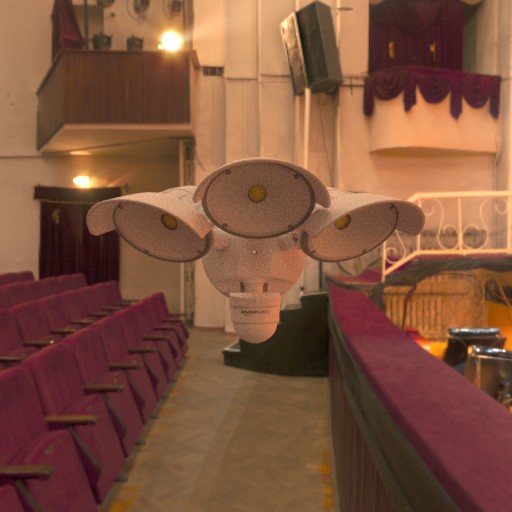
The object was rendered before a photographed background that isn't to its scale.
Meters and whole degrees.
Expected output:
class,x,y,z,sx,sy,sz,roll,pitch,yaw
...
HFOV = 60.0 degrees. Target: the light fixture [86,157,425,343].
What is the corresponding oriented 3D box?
class,x,y,z,sx,sy,sz,roll,pitch,yaw
light fixture,0.000,0.000,0.539,0.369,0.237,0.278,0,1,-1
